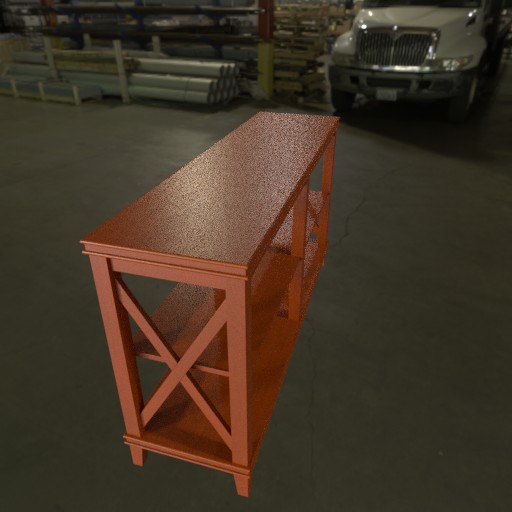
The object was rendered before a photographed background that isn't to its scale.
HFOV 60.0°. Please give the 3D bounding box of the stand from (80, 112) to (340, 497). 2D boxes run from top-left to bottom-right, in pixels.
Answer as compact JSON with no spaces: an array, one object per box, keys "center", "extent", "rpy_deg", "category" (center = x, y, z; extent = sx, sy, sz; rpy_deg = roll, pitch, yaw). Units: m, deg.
[{"center":[0.000,0.000,1.664],"extent":[0.381,0.762,1.372],"rpy_deg":[8,31,15],"category":"stand"}]
